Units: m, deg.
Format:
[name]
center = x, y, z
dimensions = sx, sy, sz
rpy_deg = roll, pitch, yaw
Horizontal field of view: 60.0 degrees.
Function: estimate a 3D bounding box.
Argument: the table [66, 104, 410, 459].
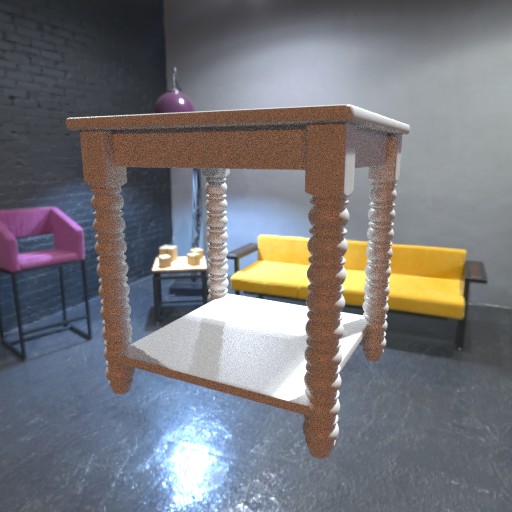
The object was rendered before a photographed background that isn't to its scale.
[table]
center = 0.000, 0.000, 0.969
dimensions = 0.533, 0.563, 0.500
rpy_deg = 7, 15, 26
